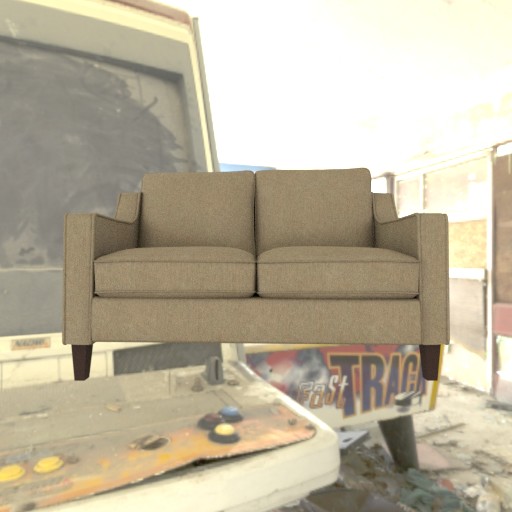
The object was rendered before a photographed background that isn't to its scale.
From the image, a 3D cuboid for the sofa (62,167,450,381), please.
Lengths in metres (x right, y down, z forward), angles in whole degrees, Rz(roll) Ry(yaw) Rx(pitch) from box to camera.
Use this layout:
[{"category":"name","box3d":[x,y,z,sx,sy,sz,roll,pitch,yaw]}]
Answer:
[{"category":"sofa","box3d":[0.000,0.000,2.165,1.503,0.981,0.985,0,0,0]}]
